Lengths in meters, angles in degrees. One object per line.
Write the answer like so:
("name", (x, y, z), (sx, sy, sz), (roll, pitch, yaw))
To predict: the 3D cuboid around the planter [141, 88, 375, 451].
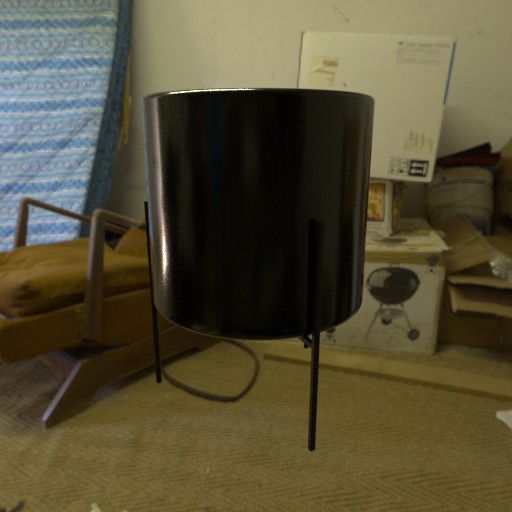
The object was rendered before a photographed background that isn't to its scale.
("planter", (0.000, 0.000, 0.640), (0.310, 0.432, 0.310), (-3, 16, -10))
